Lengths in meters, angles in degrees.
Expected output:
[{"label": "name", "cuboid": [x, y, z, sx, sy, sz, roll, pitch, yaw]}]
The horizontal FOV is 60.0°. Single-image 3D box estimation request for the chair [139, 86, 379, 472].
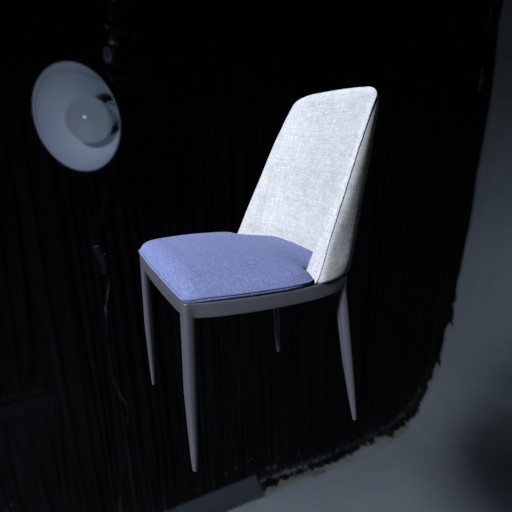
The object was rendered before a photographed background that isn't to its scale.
[{"label": "chair", "cuboid": [0.000, 0.000, 1.181, 0.550, 0.855, 0.488, -7, 17, -25]}]
